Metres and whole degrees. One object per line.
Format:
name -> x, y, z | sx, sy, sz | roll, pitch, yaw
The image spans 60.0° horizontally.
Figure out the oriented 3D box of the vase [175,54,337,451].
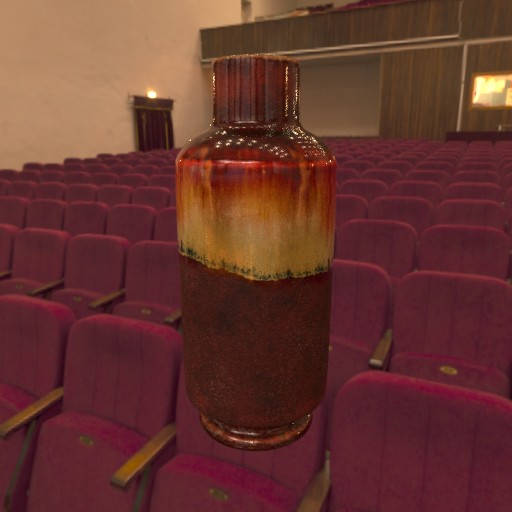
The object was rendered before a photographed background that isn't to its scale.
vase -> 0.000, 0.000, 0.322 | 0.111, 0.261, 0.111 | 0, 15, 0
